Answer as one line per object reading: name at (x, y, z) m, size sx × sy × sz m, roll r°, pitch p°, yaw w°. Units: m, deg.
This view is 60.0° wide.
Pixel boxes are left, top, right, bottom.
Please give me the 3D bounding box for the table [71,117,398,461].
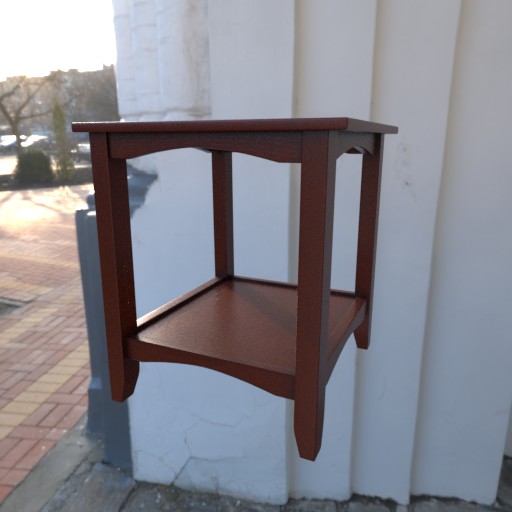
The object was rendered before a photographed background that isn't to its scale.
table at (0.000, 0.000, 0.984) m, size 0.522 × 0.558 × 0.523 m, roll 7°, pitch 16°, yaw 26°
